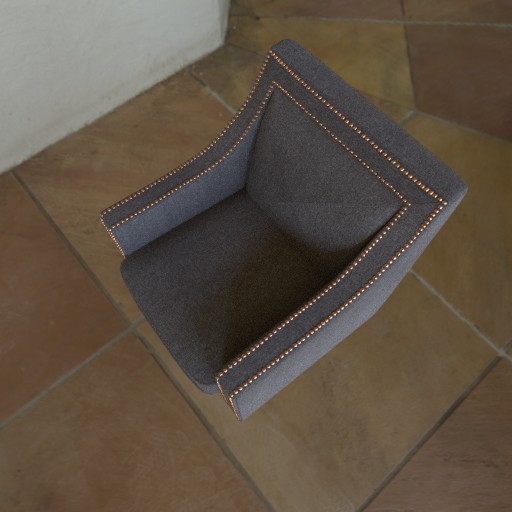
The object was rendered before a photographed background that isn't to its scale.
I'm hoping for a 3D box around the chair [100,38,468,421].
[{"bbox_3d":[0.000,0.000,1.614,0.884,0.967,0.776,-35,68,-16],"label":"chair"}]
